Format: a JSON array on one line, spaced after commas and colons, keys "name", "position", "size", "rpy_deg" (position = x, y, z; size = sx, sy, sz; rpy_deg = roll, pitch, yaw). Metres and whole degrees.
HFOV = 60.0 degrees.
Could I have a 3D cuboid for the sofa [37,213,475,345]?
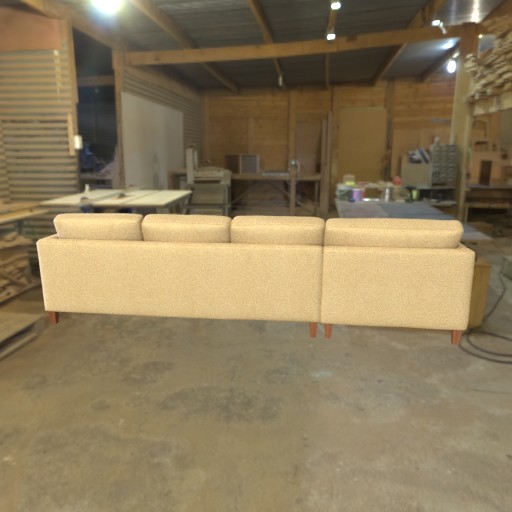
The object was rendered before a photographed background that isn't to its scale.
[{"name": "sofa", "position": [0.000, 0.000, 3.912], "size": [3.201, 0.876, 1.502], "rpy_deg": [2, 13, 7]}]
